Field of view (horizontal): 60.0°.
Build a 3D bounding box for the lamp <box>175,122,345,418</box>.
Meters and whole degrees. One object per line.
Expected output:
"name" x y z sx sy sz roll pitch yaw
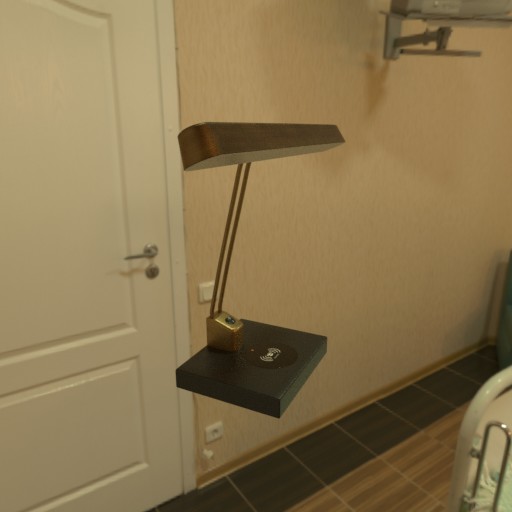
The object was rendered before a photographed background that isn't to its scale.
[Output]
"lamp" 0.000 0.000 0.603 0.156 0.345 0.412 8 18 25
